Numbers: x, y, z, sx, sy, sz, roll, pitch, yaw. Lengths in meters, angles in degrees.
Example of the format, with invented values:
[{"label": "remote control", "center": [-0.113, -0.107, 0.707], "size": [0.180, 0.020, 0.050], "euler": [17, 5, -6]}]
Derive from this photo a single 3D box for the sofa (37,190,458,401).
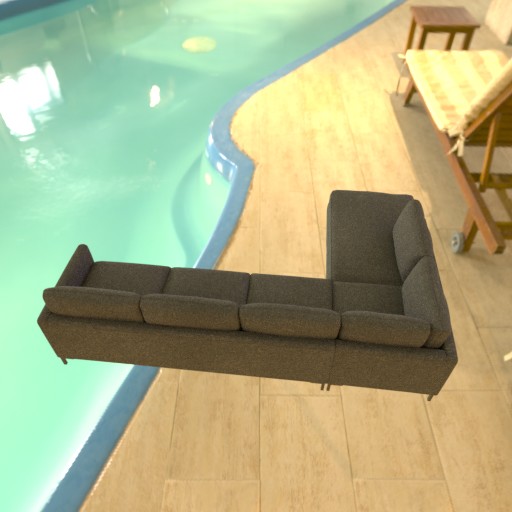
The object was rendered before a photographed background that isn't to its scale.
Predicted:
[{"label": "sofa", "center": [0.000, 0.000, 3.828], "size": [2.949, 0.815, 2.007], "euler": [4, 46, 4]}]
